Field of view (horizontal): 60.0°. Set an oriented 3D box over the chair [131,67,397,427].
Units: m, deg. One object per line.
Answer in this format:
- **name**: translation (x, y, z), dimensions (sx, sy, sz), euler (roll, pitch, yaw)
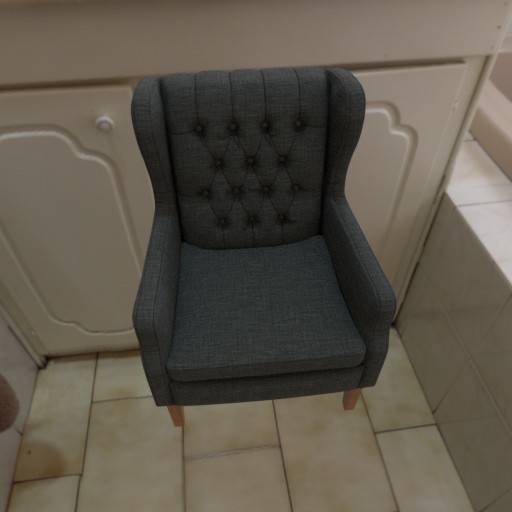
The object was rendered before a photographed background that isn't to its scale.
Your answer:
- **chair**: translation (0.000, 0.000, 1.447), dimensions (0.711, 0.953, 0.775), euler (-4, 46, -4)
